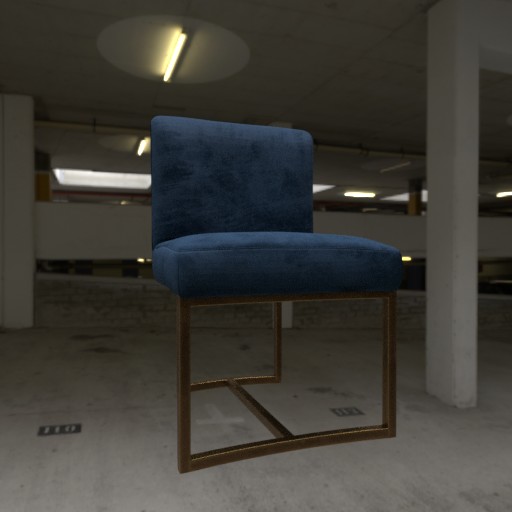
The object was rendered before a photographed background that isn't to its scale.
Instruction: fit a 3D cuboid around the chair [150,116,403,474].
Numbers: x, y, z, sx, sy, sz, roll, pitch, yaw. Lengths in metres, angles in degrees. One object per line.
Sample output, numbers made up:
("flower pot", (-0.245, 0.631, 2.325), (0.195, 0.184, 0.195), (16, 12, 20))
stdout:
("chair", (0.000, 0.000, 1.165), (0.530, 0.824, 0.560), (0, 1, -20))
